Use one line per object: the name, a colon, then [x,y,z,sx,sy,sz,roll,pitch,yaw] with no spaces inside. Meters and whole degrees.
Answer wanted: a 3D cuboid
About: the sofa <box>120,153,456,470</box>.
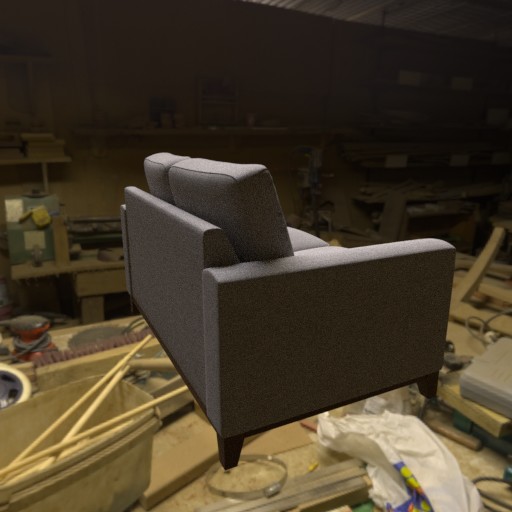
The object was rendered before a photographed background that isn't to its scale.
sofa: [0.000,0.000,1.983,0.917,0.873,1.420,-7,17,-25]
